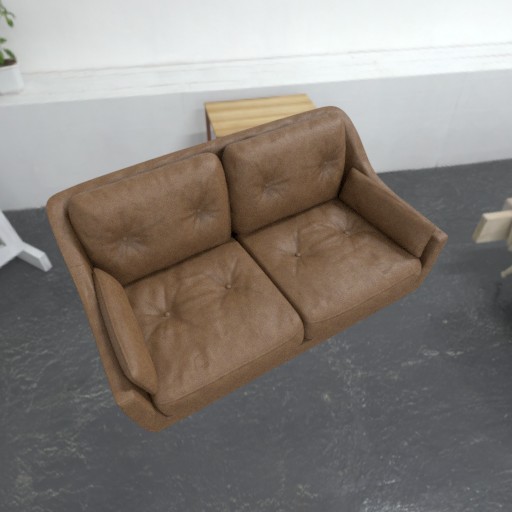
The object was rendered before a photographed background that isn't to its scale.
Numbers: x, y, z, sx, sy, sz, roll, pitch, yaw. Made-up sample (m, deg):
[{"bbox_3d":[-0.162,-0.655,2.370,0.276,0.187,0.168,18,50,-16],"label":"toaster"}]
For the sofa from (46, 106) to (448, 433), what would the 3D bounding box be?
[{"bbox_3d":[0.000,0.000,2.254,1.731,0.886,0.981,-24,51,-21],"label":"sofa"}]
